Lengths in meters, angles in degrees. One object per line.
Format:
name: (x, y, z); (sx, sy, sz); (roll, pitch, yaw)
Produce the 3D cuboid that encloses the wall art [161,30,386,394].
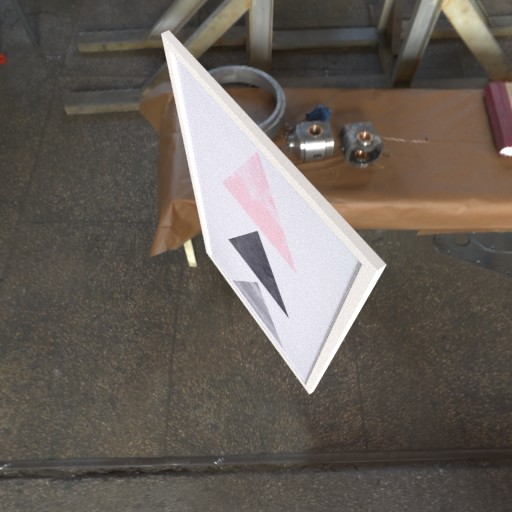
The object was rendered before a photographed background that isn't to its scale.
wall art: (0.000, 0.000, 0.833); (0.013, 0.656, 0.456); (-31, 66, -15)
